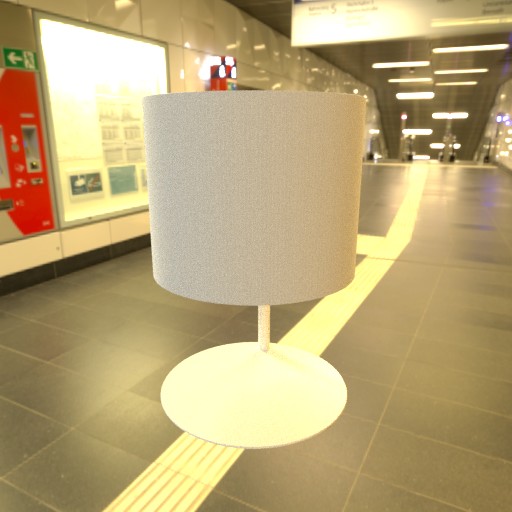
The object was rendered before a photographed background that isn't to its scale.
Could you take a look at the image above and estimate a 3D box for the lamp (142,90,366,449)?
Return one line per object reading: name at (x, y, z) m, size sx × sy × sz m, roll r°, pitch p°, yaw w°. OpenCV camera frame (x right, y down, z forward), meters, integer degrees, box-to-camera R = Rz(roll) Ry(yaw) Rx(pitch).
lamp at (0.000, 0.000, 0.685) m, size 0.299 × 0.454 × 0.341 m, roll 2°, pitch 16°, yaw 8°
